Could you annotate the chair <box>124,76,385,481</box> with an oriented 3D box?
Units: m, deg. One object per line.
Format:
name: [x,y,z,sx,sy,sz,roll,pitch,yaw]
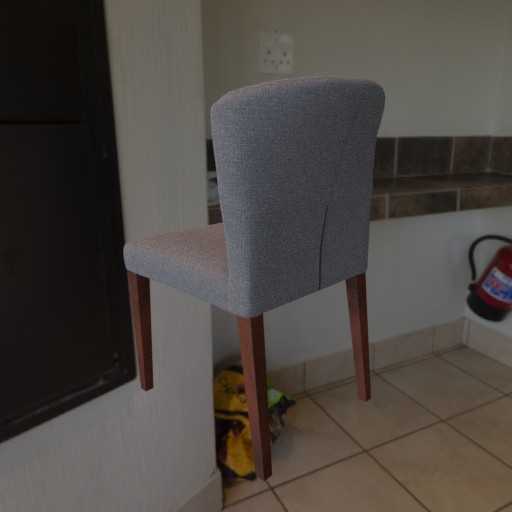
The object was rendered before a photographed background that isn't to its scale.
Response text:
chair: [0.000,0.000,1.170,0.589,0.839,0.491,15,22,43]
